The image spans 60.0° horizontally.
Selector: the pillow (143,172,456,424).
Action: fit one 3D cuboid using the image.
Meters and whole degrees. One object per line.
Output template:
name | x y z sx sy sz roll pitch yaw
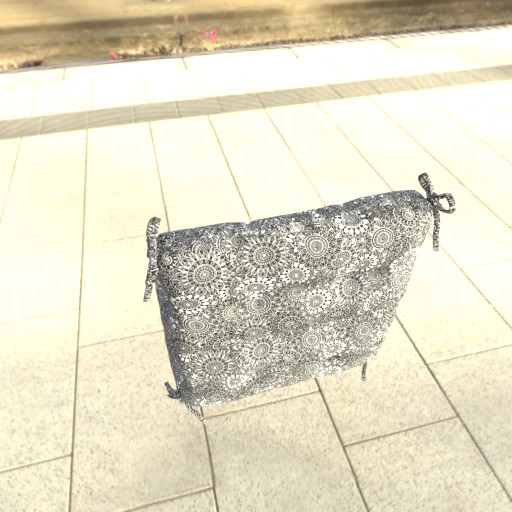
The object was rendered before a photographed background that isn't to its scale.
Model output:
pillow | 0.000 0.000 1.014 0.519 0.605 0.571 -11 44 -12
